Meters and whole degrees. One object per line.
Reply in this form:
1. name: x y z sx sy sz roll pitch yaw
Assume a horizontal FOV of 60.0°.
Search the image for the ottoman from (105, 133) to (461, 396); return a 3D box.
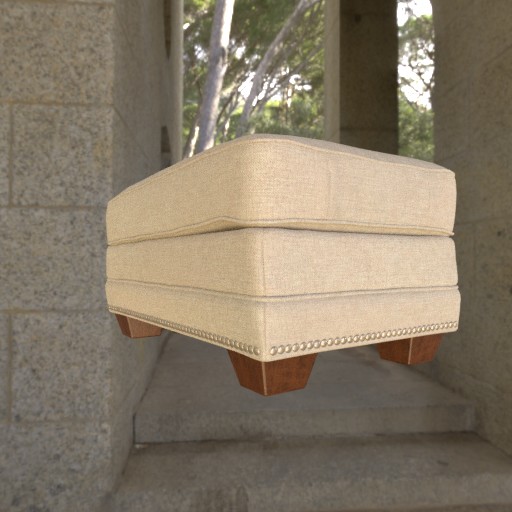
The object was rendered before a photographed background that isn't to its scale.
1. ottoman: 0.000 0.000 1.128 0.559 0.458 0.813 0 0 -35
